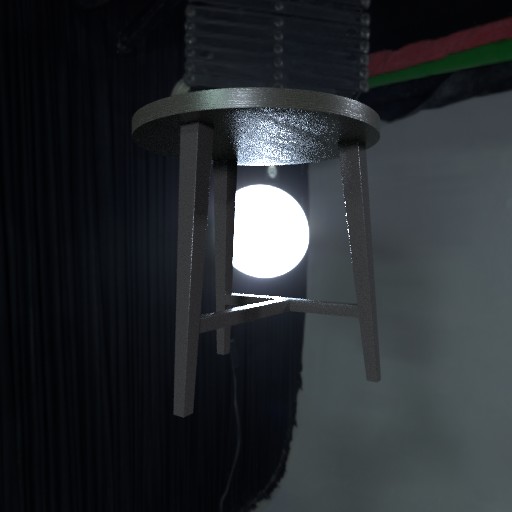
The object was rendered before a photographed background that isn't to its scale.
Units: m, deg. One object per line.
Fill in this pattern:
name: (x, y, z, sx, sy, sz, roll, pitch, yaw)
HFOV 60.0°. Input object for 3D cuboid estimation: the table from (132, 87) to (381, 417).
table: (0.000, 0.000, 0.934, 0.500, 0.531, 0.500, 0, 2, 0)
